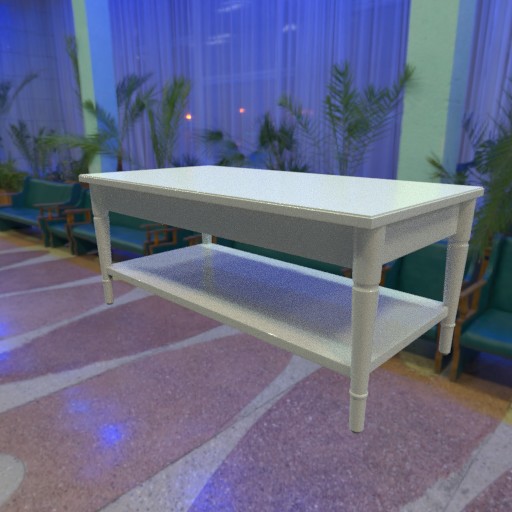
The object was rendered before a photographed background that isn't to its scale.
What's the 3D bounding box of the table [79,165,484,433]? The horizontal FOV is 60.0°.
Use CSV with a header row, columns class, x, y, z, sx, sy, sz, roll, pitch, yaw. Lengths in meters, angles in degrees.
class,x,y,z,sx,sy,sz,roll,pitch,yaw
table,0.000,0.000,1.344,1.067,0.457,0.559,15,21,42
